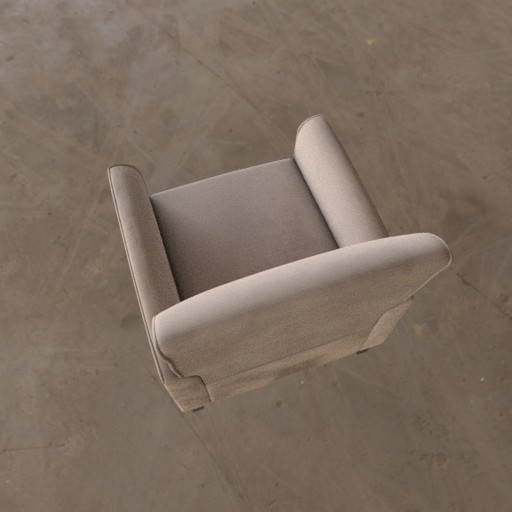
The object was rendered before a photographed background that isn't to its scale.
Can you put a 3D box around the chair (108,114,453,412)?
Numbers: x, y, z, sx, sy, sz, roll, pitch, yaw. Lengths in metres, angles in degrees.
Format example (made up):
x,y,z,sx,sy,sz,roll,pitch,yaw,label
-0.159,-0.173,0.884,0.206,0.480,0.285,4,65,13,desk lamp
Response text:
x,y,z,sx,sy,sz,roll,pitch,yaw,label
0.000,0.000,1.561,0.820,0.915,0.821,-17,61,-10,chair
